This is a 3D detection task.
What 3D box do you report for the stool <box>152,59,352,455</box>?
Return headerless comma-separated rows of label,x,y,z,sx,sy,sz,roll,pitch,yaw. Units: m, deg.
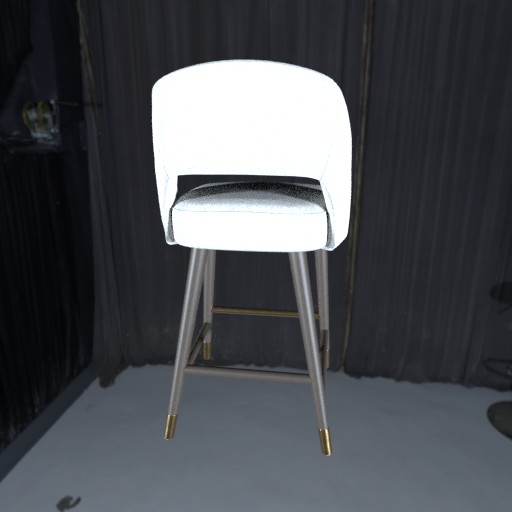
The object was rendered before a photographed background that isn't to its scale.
stool,0.000,0.000,1.228,0.494,0.940,0.509,2,17,8
